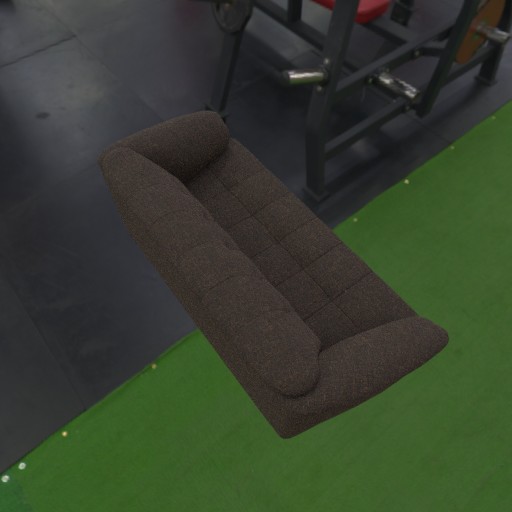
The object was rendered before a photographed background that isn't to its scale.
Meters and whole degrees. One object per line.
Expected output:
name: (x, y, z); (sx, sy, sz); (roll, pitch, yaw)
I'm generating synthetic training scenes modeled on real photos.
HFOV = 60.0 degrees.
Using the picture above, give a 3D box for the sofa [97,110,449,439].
sofa: (0.000, 0.000, 2.302); (0.887, 0.790, 1.849); (-33, 63, -19)
